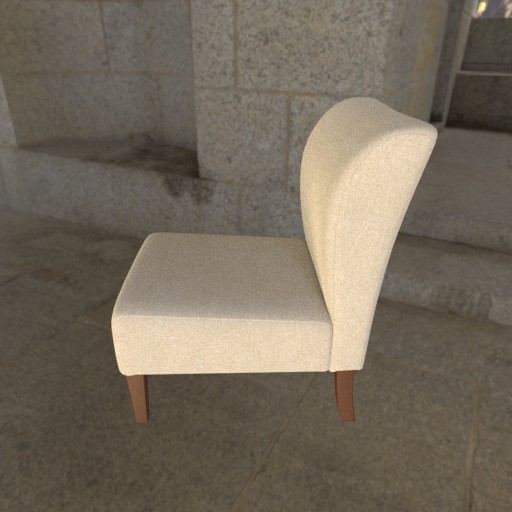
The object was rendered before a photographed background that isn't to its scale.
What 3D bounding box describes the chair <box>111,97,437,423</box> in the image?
[{"bbox_3d":[0.000,0.000,1.303,0.754,0.833,0.521,-1,26,-1],"label":"chair"}]
